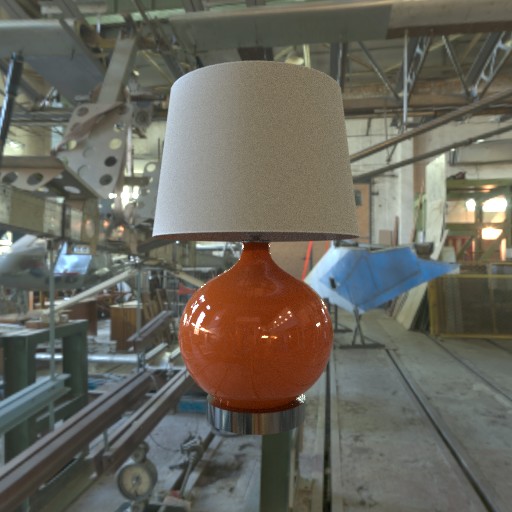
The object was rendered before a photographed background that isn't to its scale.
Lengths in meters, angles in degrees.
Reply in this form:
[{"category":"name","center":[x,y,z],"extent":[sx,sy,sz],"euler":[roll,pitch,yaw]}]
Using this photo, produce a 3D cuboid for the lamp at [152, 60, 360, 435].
[{"category":"lamp","center":[0.000,0.000,0.540],"extent":[0.247,0.387,0.247],"euler":[0,0,0]}]
